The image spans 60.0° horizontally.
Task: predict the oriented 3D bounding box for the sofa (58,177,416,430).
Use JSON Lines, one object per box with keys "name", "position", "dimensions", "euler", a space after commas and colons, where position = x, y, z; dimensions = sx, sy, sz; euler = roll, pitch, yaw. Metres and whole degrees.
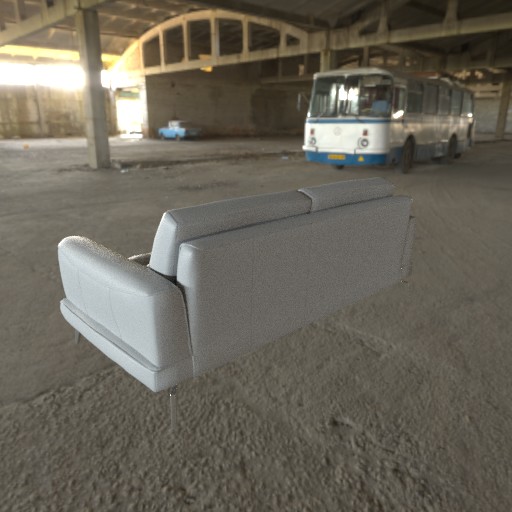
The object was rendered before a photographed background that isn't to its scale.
{"name": "sofa", "position": [0.000, 0.000, 2.824], "dimensions": [2.177, 0.930, 1.121], "euler": [-16, 23, -41]}
